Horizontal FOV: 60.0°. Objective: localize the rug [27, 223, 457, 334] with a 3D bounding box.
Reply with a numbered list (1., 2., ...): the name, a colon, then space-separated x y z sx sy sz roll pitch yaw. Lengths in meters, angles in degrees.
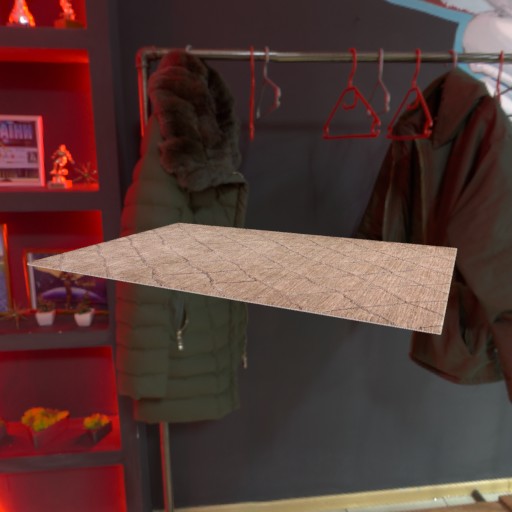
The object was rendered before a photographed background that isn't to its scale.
1. rug: 0.000 0.000 2.810 2.280 0.015 1.521 7 16 25
